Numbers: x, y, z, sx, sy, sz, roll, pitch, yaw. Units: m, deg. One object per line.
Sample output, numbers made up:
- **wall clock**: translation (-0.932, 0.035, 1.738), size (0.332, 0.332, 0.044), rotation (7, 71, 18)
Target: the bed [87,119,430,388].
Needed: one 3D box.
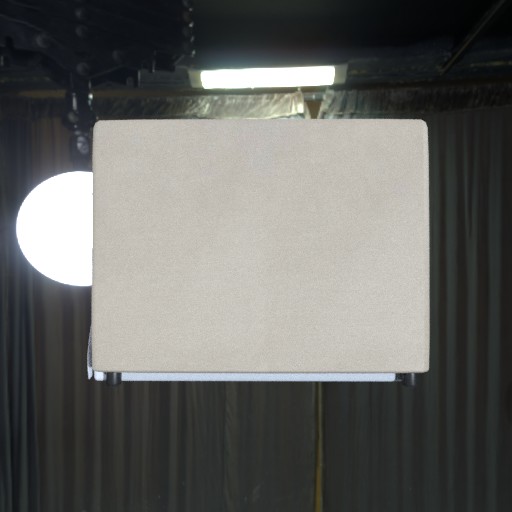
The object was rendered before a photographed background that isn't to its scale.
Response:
- **bed**: translation (0.000, 0.000, 3.206), size (1.723, 1.330, 2.142), rotation (0, -1, 1)
